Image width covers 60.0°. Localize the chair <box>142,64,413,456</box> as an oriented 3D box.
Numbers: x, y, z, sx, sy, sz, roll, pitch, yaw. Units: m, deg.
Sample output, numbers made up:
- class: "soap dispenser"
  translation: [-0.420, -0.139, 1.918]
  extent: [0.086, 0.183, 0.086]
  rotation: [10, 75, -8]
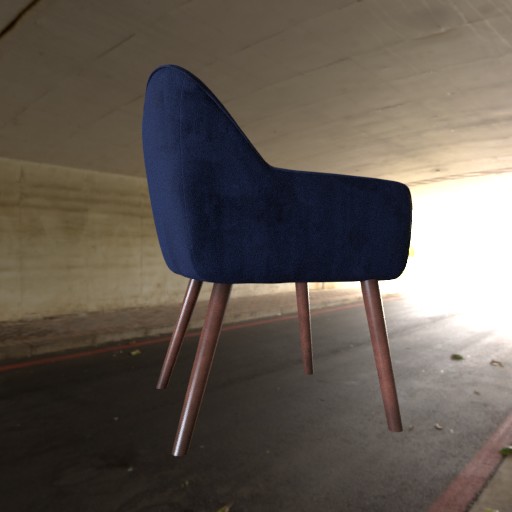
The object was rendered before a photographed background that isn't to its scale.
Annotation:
- class: "chair"
  translation: [0.000, 0.000, 1.219]
  extent: [0.600, 0.820, 0.600]
  rotation: [0, 0, -16]
